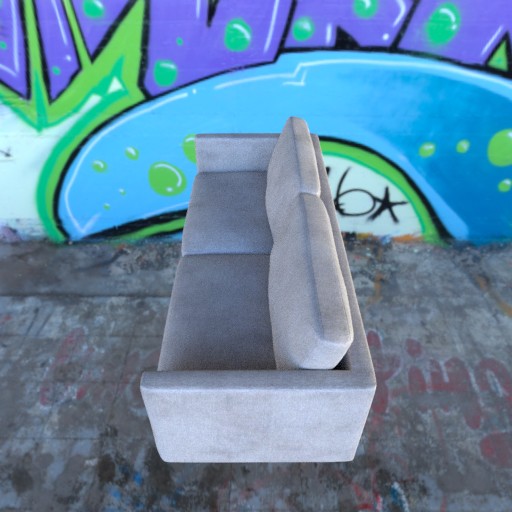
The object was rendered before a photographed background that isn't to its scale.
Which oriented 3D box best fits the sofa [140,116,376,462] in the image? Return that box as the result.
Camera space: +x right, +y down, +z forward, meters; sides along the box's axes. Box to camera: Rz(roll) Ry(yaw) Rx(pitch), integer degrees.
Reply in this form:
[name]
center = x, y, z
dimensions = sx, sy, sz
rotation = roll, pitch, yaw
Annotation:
[sofa]
center = 0.000, 0.000, 2.694
dimensions = 0.951, 0.965, 2.208
rotation = 0, 41, 0
